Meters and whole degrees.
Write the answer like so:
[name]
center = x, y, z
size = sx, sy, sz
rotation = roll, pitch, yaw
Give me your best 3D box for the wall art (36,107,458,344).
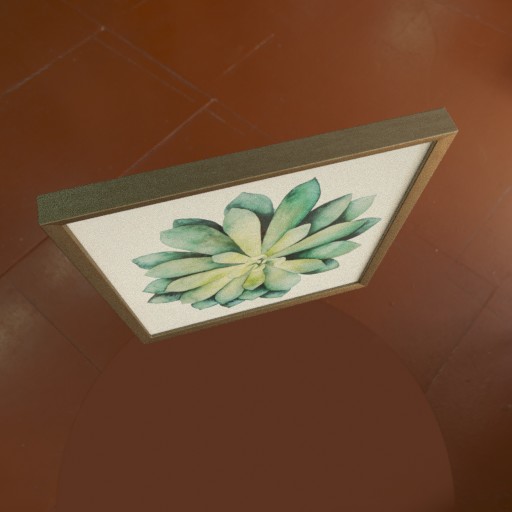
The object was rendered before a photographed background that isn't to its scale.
[wall art]
center = 0.000, 0.000, 0.748
size = 0.503, 0.506, 0.040
rotation = -14, 65, -7
